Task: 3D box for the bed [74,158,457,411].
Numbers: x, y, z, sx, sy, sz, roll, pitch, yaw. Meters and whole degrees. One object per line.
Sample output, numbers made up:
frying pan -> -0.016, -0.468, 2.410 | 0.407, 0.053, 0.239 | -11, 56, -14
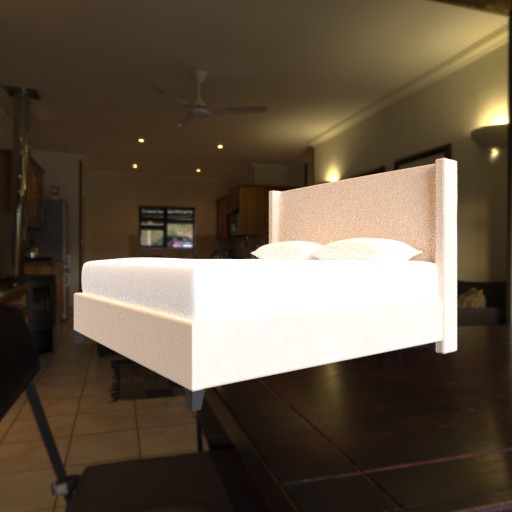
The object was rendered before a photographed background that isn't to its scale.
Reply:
bed -> 0.000, 0.000, 3.599 | 2.293, 1.471, 2.145 | 0, 0, -36
